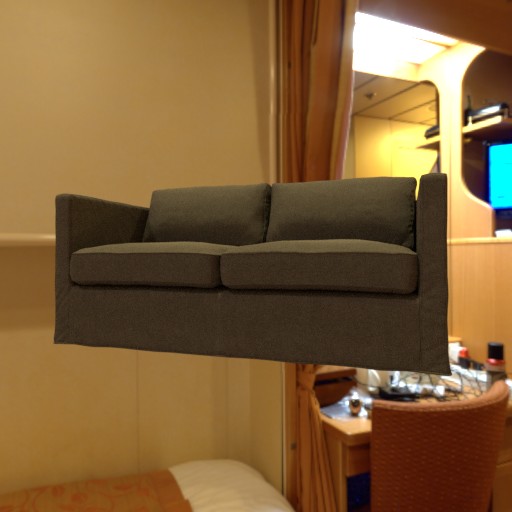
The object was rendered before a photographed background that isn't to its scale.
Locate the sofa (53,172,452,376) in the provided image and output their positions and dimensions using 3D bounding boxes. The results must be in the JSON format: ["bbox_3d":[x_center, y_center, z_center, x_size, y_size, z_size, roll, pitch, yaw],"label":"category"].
[{"bbox_3d":[0.000,0.000,2.298,1.802,0.854,0.974,0,0,19],"label":"sofa"}]
